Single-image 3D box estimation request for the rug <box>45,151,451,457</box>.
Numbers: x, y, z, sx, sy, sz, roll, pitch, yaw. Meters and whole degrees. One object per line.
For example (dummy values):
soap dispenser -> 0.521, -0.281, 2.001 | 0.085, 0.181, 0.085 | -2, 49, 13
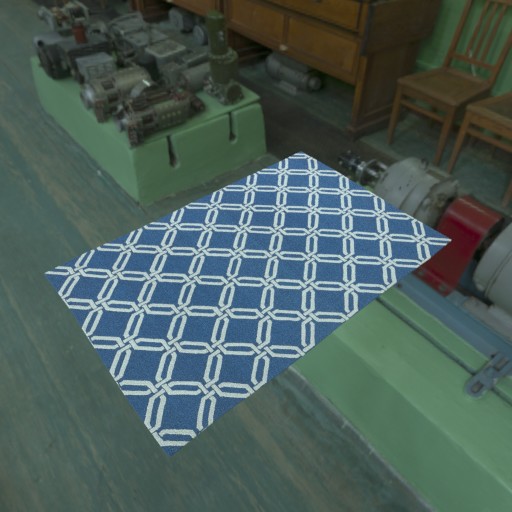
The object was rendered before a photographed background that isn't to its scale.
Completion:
rug -> 0.000, 0.000, 2.249 | 1.755, 0.010, 1.153 | -30, 52, -27
